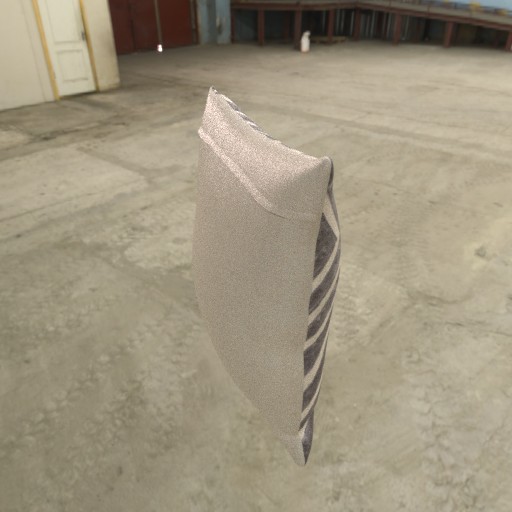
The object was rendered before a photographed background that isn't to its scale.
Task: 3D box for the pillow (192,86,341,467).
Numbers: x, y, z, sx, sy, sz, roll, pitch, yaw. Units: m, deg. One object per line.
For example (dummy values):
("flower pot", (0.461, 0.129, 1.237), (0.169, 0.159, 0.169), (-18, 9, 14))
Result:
("pillow", (0.000, 0.000, 0.684), (0.182, 0.441, 0.440), (-10, 32, -17))
